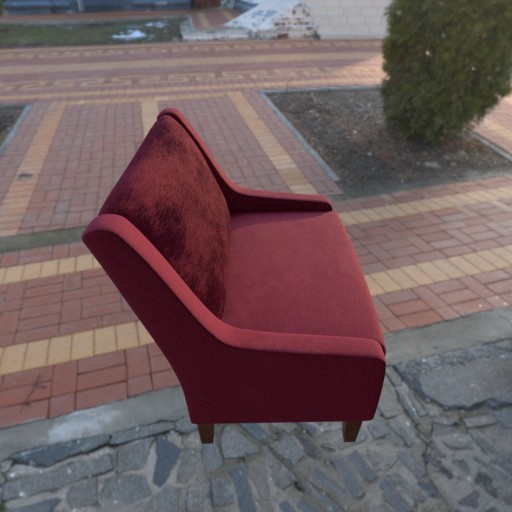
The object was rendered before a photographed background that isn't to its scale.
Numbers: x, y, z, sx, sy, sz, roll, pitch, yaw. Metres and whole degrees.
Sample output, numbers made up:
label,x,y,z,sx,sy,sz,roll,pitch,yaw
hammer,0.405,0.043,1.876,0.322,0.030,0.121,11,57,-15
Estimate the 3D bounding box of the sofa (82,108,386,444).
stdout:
label,x,y,z,sx,sy,sz,roll,pitch,yaw
sofa,0.000,0.000,1.936,0.946,0.976,1.242,0,33,-1
